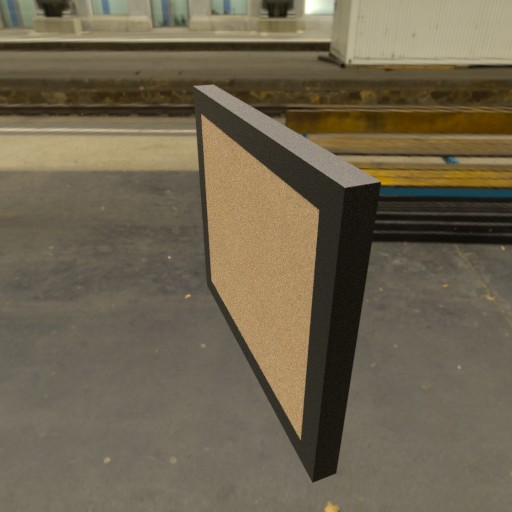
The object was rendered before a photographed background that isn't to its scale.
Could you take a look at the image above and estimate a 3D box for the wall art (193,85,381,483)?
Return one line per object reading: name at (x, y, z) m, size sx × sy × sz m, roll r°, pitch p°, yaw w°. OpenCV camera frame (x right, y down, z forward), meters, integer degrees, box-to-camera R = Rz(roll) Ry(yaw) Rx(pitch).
wall art at (0.000, 0.000, 0.525) m, size 0.028 × 0.321 × 0.381 m, roll -12°, pitch 33°, yaw -19°
